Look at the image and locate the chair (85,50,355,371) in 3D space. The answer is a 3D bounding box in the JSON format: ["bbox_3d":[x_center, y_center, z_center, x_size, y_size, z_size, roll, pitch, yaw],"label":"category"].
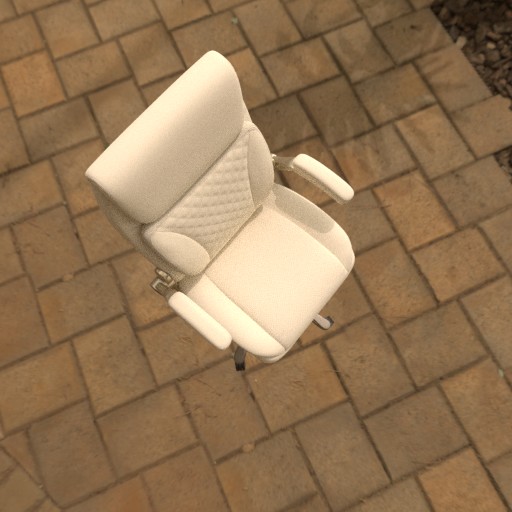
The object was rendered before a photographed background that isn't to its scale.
[{"bbox_3d":[0.000,0.000,1.612,0.794,1.110,0.740,35,77,9],"label":"chair"}]
